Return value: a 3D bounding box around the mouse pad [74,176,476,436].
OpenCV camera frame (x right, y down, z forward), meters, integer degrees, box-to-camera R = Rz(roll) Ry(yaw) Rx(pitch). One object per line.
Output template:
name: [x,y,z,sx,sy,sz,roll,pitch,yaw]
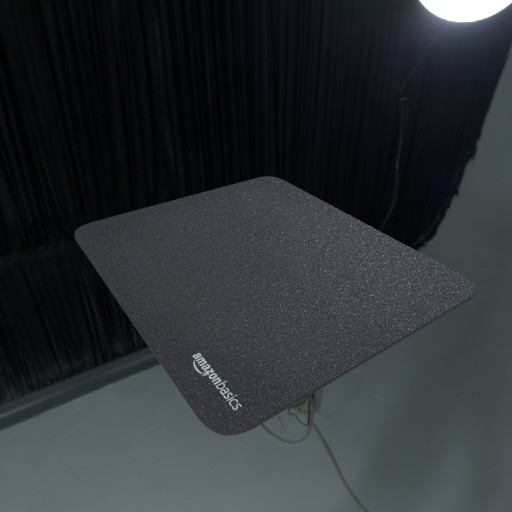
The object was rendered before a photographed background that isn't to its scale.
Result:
mouse pad: [0.000,0.000,0.428,0.269,0.002,0.315,-20,38,-29]
